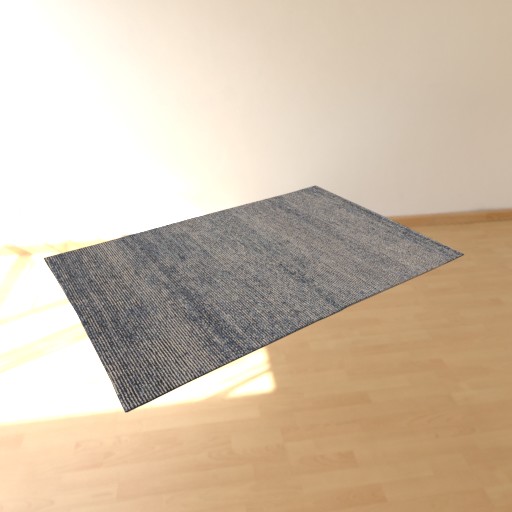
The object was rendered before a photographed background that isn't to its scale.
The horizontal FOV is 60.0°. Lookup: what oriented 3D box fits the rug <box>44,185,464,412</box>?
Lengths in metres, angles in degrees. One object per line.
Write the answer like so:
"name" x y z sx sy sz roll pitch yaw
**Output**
"rug" 0.000 0.000 2.239 1.793 0.025 1.159 -19 35 -29
